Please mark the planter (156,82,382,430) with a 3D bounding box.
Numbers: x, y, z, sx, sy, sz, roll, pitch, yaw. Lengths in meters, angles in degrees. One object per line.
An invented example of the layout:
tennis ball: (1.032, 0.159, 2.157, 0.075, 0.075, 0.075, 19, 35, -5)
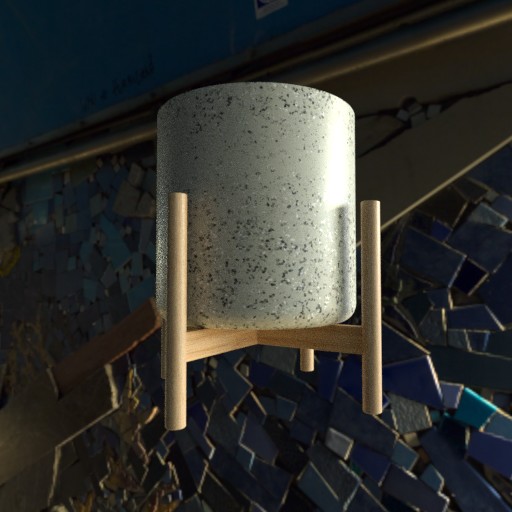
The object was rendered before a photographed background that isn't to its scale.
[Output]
planter: (0.000, 0.000, 0.690, 0.360, 0.419, 0.360, 1, -3, -35)
